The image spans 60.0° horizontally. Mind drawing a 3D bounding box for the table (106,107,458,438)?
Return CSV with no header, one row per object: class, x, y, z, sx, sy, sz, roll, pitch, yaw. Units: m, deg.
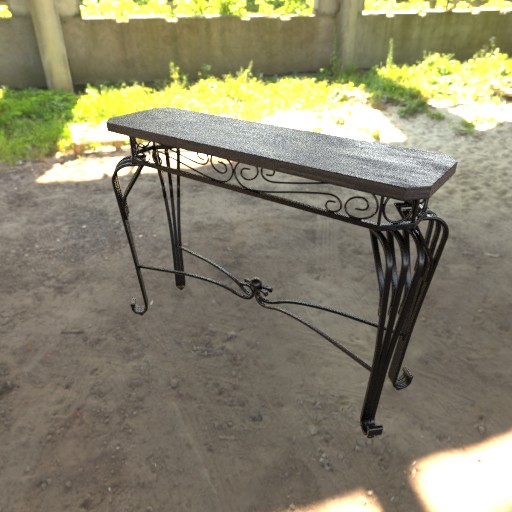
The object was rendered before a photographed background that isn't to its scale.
table,0.000,0.000,1.486,1.112,0.800,0.329,20,35,31
